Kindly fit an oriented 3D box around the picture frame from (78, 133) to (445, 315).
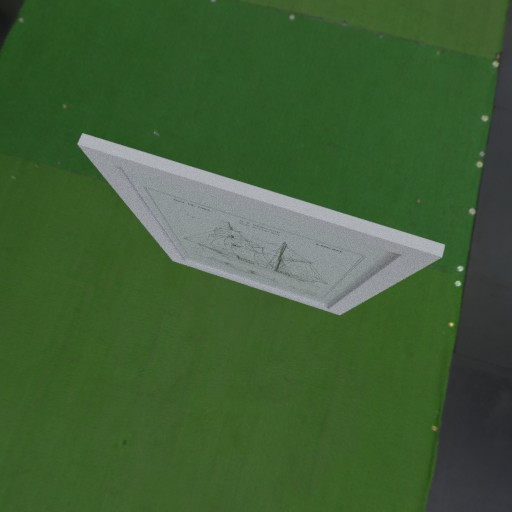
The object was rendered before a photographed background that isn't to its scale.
[{"bbox_3d":[0.000,0.000,0.601,0.326,0.459,0.011,18,77,4],"label":"picture frame"}]
